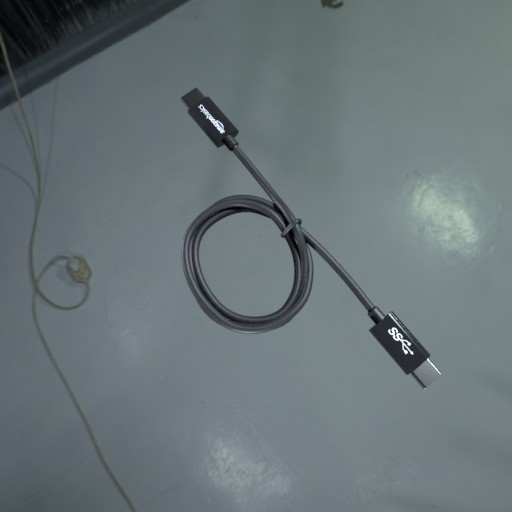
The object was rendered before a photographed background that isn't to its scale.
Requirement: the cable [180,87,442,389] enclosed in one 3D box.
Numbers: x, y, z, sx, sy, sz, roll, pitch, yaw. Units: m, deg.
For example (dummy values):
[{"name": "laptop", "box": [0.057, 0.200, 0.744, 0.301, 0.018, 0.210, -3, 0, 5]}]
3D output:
[{"name": "cable", "box": [0.000, 0.000, 0.208, 0.070, 0.014, 0.186, -37, 78, -9]}]
